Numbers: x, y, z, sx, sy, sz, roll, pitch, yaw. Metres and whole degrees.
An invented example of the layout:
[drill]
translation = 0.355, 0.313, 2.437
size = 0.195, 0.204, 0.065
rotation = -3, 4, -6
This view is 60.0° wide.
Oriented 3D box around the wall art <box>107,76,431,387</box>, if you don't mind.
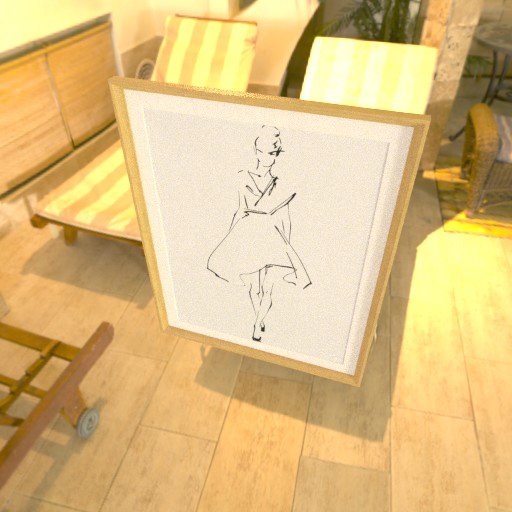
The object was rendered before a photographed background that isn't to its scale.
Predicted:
[wall art]
translation = 0.000, 0.000, 1.381
size = 0.798, 1.002, 0.030
rotation = 12, 42, 14
